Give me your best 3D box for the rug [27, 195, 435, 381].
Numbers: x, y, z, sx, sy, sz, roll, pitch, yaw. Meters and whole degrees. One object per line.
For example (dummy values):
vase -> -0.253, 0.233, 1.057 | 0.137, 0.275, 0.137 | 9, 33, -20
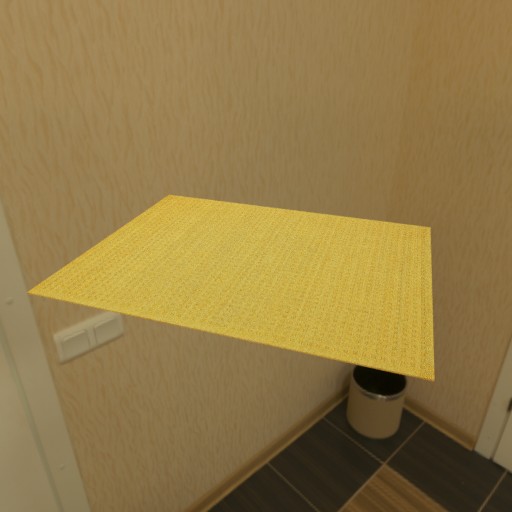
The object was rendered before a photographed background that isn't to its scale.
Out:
rug -> 0.000, 0.000, 4.329 | 3.242, 0.015, 2.486 | 9, 29, 16
